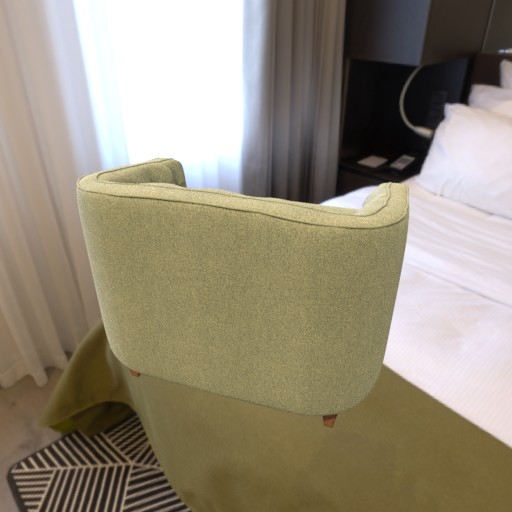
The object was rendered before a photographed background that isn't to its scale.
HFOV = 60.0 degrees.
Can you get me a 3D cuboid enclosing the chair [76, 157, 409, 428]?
[{"bbox_3d":[0.000,0.000,1.765,1.094,0.852,0.945,9,32,15],"label":"chair"}]
